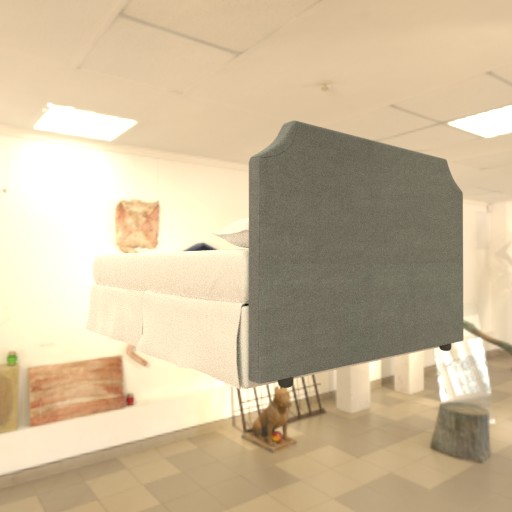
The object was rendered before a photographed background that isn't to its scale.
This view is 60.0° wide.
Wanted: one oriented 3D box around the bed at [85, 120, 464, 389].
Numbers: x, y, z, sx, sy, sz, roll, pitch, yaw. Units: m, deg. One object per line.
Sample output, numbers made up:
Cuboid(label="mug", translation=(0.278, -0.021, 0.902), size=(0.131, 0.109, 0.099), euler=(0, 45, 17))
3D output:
Cuboid(label="bed", translation=(0.000, 0.000, 3.552), size=(1.977, 1.306, 2.464), euler=(0, -1, -37))
